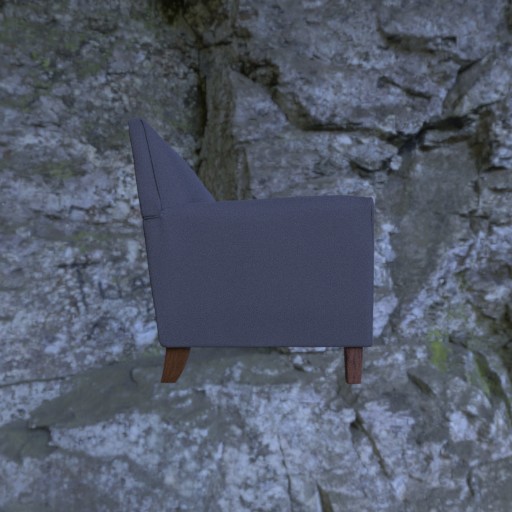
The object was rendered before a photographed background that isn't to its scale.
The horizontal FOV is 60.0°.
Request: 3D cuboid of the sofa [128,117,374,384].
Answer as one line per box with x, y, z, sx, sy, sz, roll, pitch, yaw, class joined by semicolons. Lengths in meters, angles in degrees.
0.000;0.000;2.439;0.843;0.907;2.002;0;-1;0;sofa
